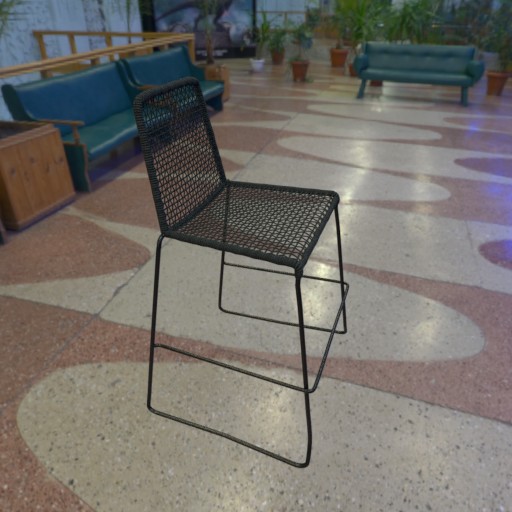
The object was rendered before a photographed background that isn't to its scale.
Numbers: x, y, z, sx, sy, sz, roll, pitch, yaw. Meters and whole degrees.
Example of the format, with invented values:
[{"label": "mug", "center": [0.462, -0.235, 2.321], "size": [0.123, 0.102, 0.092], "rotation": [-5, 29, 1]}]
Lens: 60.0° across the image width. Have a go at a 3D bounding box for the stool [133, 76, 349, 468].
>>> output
[{"label": "stool", "center": [0.000, 0.000, 1.260], "size": [0.509, 0.905, 0.590], "rotation": [10, 32, 17]}]
